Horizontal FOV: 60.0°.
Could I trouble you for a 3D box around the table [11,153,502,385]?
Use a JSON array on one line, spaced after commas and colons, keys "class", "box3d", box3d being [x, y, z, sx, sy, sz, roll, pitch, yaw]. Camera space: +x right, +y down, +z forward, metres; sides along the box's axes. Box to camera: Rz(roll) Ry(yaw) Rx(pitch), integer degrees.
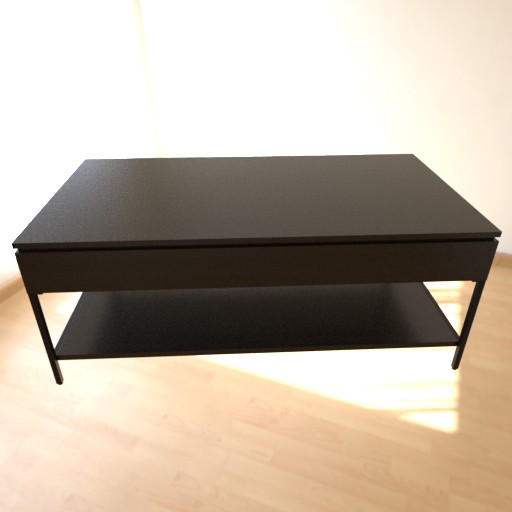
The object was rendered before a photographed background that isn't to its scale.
[{"class": "table", "box3d": [0.000, 0.000, 1.343, 1.095, 0.435, 0.574, -1, 31, -2]}]
